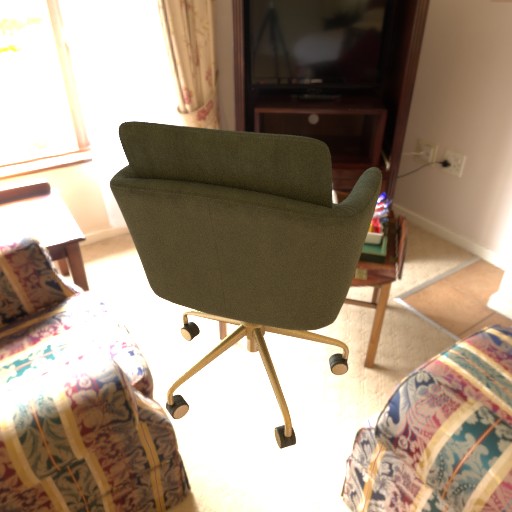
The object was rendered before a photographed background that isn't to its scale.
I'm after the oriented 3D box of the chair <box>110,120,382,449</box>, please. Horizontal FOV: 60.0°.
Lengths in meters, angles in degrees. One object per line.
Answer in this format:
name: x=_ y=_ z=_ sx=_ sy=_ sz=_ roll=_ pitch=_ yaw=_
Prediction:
chair: x=0.000 y=0.000 z=1.311 sx=0.641 sy=0.908 sz=0.635 roll=10 pitch=34 yaw=15
